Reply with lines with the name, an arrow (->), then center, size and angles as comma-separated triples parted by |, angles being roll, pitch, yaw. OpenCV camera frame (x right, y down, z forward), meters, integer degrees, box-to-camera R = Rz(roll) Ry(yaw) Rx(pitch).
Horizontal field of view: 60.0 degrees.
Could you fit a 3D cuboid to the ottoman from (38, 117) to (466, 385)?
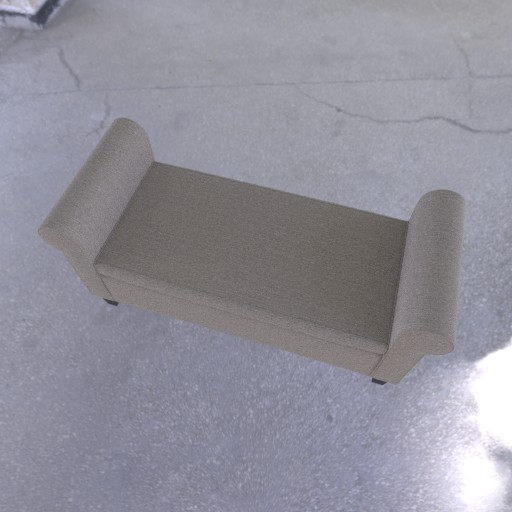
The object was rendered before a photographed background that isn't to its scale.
ottoman -> 0.000, 0.000, 1.578 | 1.256, 0.547, 0.521 | 15, 59, 9
